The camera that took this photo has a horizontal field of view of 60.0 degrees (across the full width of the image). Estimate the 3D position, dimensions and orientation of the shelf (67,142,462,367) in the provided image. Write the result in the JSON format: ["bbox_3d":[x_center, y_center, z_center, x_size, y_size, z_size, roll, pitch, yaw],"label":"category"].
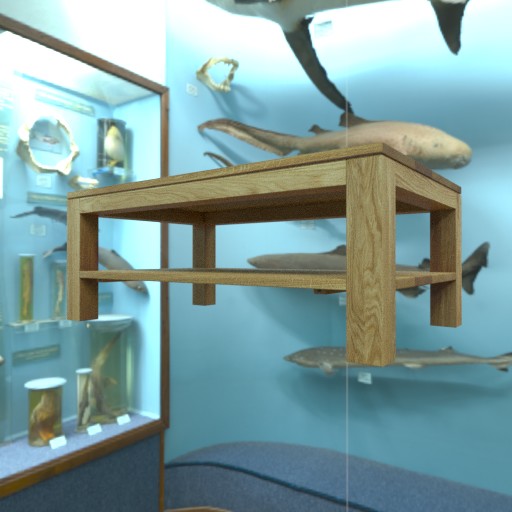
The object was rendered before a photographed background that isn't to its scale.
[{"bbox_3d":[0.000,0.000,1.507,1.150,0.450,0.700,0,0,37],"label":"shelf"}]
